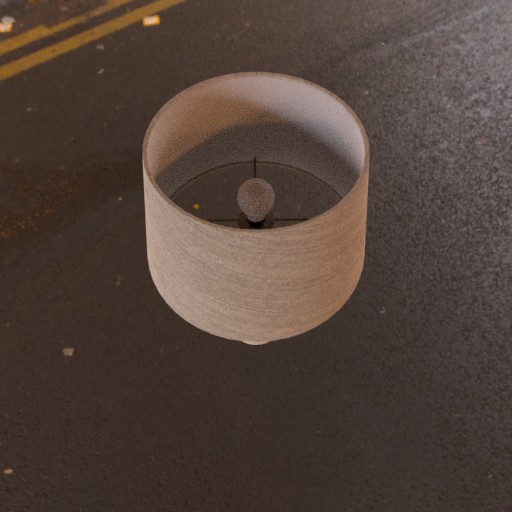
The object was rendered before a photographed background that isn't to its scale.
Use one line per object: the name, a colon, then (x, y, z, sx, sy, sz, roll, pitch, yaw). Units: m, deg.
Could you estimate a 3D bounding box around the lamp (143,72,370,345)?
lamp: (0.000, 0.000, 0.848, 0.390, 0.580, 0.390, 0, 57, 0)
